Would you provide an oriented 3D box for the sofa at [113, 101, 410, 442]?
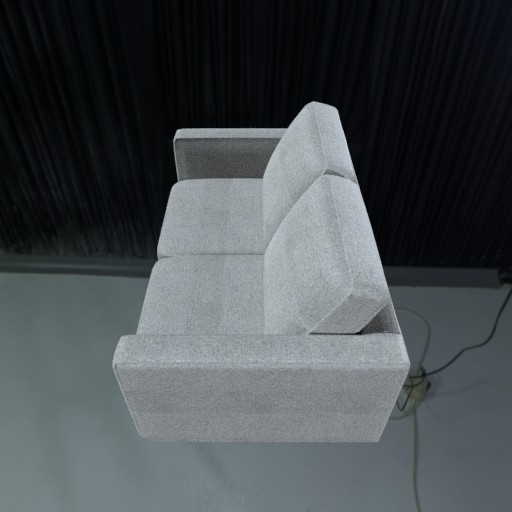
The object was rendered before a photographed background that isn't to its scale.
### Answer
[{"bbox_3d":[0.000,0.000,2.096,0.969,0.973,1.527,0,44,0],"label":"sofa"}]
